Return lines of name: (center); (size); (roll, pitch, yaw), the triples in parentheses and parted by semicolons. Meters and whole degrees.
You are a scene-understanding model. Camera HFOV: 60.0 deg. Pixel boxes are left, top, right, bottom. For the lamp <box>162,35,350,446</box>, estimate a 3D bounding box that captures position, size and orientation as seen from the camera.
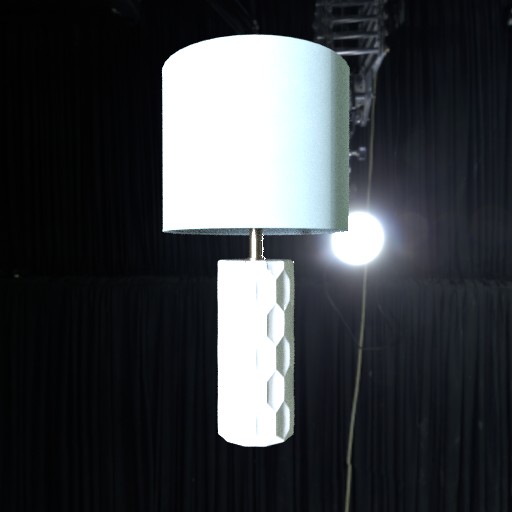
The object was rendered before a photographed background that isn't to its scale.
lamp: (0.000, 0.000, 0.673); (0.277, 0.534, 0.277); (0, 1, 1)
